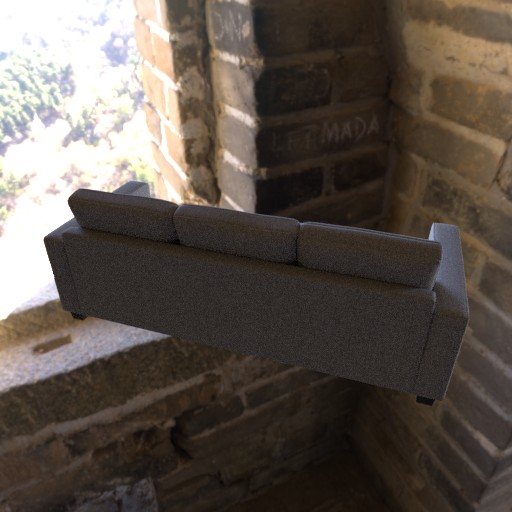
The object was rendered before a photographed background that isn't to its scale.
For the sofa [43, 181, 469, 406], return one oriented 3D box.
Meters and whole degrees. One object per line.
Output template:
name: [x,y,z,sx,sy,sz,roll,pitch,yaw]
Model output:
sofa: [0.000,0.000,2.504,2.120,0.800,0.900,10,33,16]
